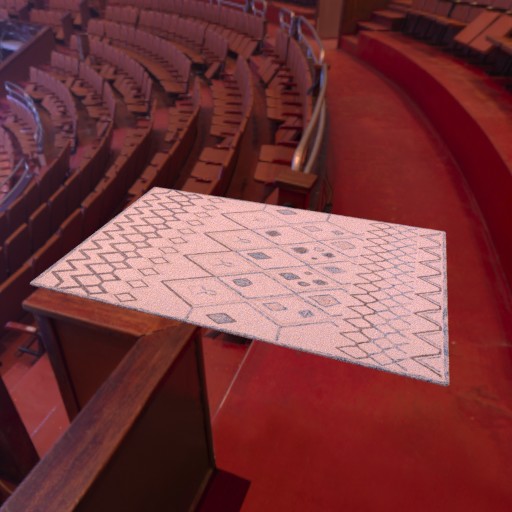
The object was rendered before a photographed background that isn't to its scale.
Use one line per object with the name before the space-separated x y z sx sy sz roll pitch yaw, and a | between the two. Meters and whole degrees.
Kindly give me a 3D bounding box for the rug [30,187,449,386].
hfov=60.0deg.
rug | 0.000 0.000 3.006 2.439 0.015 1.524 11 35 16
